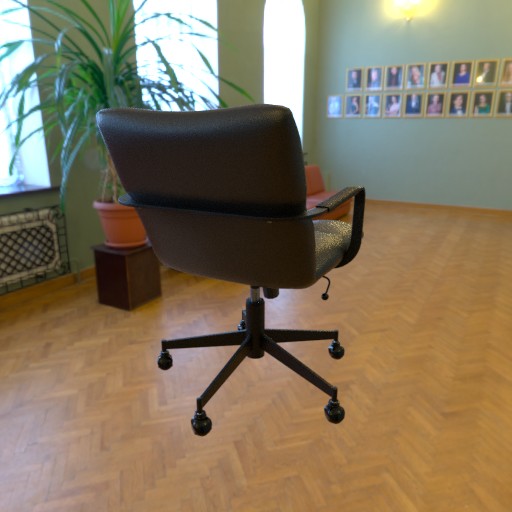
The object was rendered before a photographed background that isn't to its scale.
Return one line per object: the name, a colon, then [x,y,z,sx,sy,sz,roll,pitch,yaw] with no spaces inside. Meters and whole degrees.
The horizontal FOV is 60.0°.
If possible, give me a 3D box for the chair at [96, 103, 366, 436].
chair: [0.000,0.000,1.472,0.719,0.922,0.748,9,18,27]
